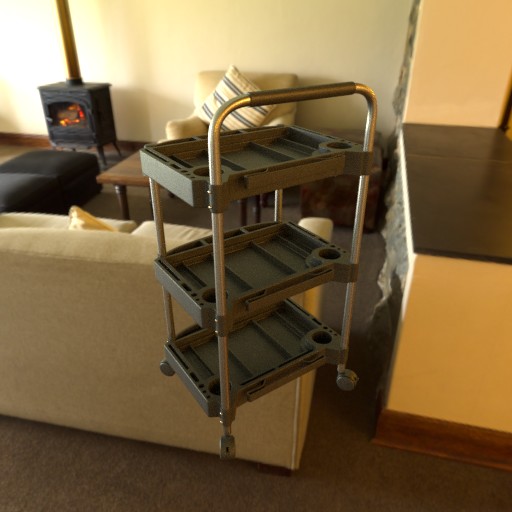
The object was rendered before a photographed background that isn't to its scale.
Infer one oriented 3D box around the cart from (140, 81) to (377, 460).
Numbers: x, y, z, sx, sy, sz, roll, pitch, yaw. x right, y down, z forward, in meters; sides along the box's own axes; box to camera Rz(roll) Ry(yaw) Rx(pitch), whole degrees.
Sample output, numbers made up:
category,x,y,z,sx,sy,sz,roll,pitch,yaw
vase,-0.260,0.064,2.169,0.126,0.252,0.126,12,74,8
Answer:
category,x,y,z,sx,sy,sz,roll,pitch,yaw
cart,0.000,0.000,1.431,0.584,1.075,0.518,-18,33,-30
